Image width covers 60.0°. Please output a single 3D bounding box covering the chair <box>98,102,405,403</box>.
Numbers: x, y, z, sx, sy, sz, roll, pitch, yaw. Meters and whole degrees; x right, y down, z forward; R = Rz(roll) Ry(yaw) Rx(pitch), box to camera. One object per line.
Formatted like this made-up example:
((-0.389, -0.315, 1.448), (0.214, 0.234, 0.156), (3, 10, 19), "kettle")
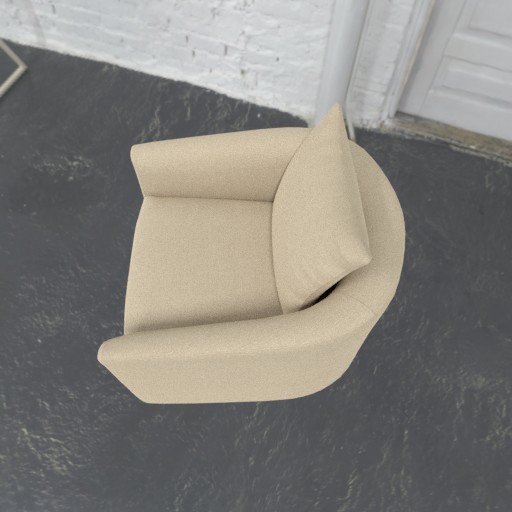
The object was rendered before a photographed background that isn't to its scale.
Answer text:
((0.000, 0.000, 1.565), (0.910, 0.848, 0.845), (-1, 59, -1), "chair")
